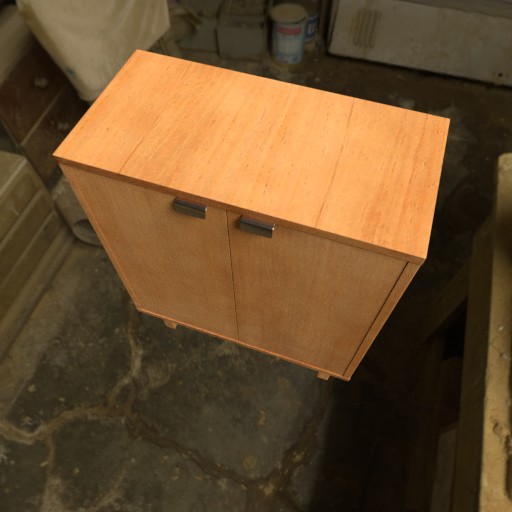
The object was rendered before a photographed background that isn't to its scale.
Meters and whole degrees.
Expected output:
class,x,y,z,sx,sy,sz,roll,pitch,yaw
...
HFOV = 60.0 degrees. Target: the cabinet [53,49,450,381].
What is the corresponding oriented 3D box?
class,x,y,z,sx,sy,sz,roll,pitch,yaw
cabinet,0.000,0.000,1.410,0.800,1.001,0.419,17,60,10
